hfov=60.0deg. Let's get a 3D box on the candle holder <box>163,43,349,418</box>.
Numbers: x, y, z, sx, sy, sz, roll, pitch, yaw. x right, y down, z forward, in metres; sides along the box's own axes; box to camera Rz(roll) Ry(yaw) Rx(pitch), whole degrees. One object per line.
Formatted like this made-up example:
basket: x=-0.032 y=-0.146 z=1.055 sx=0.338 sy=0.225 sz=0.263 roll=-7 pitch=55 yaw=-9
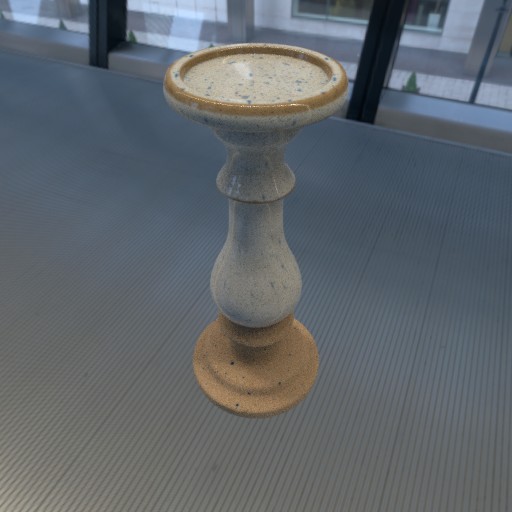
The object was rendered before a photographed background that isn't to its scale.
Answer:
candle holder: x=0.000 y=0.000 z=0.247 sx=0.088 sy=0.203 sz=0.088 roll=0 pitch=42 yaw=0
